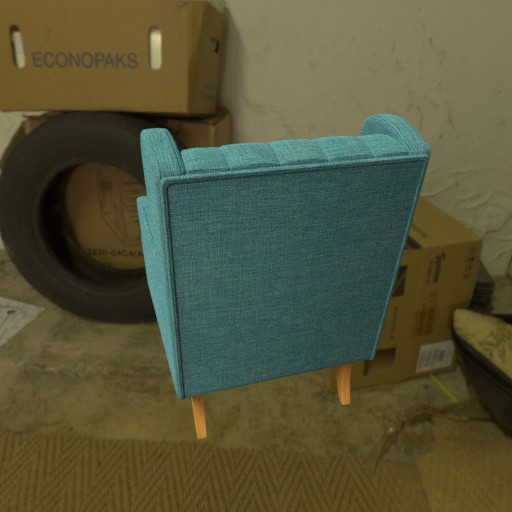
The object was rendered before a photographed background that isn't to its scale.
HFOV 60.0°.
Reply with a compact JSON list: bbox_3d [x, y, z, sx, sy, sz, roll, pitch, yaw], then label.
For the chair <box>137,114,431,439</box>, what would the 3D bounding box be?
[{"bbox_3d":[0.000,0.000,1.463,0.711,0.952,0.775,-8,30,-14],"label":"chair"}]
